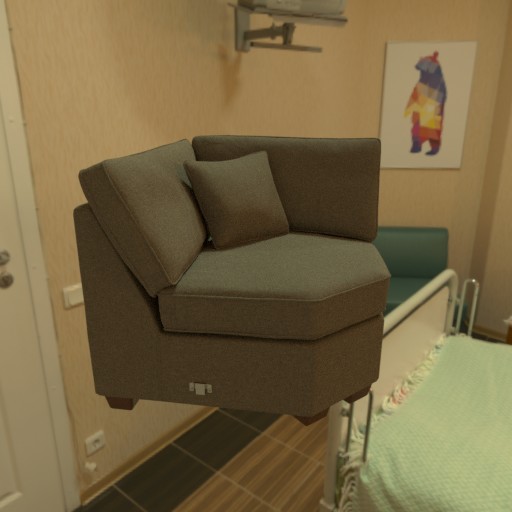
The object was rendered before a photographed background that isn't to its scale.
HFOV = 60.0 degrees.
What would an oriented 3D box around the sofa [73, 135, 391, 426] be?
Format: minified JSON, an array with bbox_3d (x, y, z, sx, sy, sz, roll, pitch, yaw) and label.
[{"bbox_3d":[0.000,0.000,1.862,1.042,0.951,1.050,3,18,9],"label":"sofa"}]
